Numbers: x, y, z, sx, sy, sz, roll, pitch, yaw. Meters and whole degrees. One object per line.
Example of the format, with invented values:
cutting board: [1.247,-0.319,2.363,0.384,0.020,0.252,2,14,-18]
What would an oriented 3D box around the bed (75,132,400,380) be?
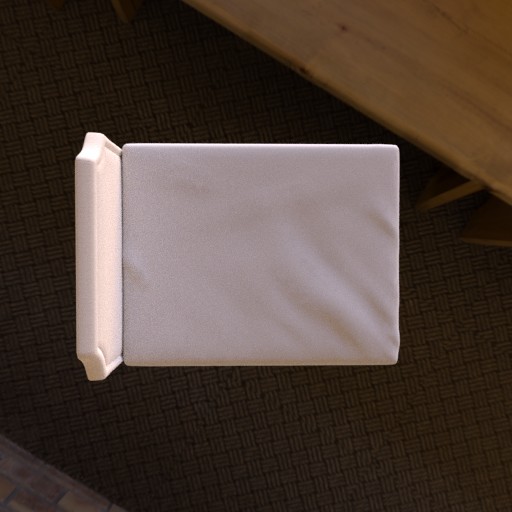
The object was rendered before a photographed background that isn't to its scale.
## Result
bed: [0.000,0.000,3.674,2.498,1.293,1.977,0,91,-1]
